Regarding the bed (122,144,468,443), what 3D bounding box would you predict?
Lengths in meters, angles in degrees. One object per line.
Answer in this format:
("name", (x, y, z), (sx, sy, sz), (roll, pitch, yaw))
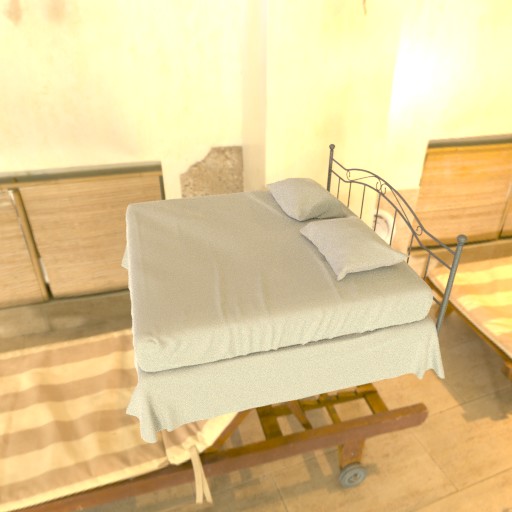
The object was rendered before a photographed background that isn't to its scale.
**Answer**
("bed", (0.000, 0.000, 3.570), (2.220, 1.080, 2.309), (-8, 32, -13))
